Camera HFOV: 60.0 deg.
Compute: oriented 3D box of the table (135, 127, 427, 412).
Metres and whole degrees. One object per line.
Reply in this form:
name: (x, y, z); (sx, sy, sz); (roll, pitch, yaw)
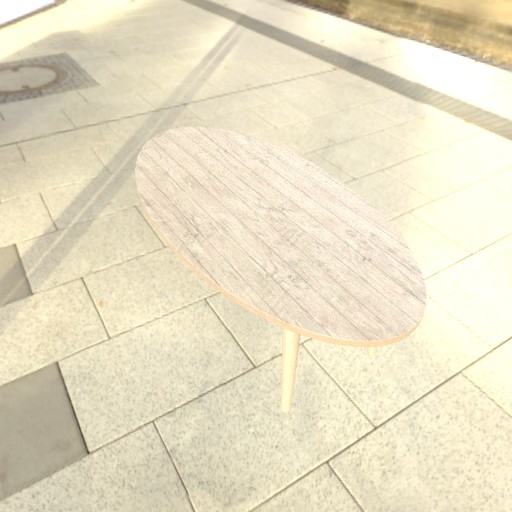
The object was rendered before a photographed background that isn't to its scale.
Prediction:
table: (0.000, 0.000, 1.346); (0.542, 0.390, 1.083); (-24, 47, -25)
